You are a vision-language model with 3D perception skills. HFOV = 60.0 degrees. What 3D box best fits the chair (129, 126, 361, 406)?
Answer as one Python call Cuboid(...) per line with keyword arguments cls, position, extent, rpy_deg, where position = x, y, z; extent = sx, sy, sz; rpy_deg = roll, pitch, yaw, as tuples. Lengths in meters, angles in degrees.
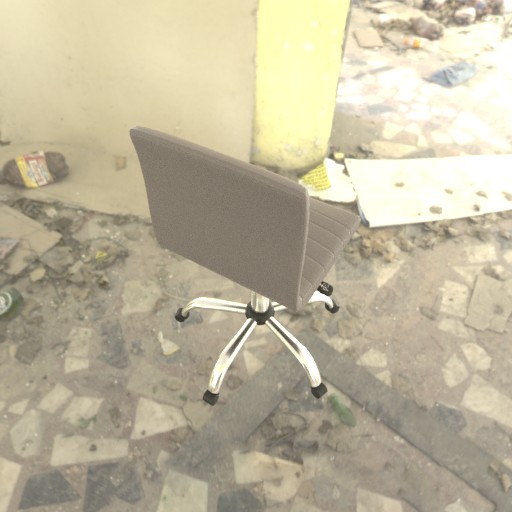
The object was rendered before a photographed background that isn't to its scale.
Cuboid(cls="chair", position=(0.000, 0.000, 1.157), extent=(0.556, 0.780, 0.530), rpy_deg=(24, 51, 22))
